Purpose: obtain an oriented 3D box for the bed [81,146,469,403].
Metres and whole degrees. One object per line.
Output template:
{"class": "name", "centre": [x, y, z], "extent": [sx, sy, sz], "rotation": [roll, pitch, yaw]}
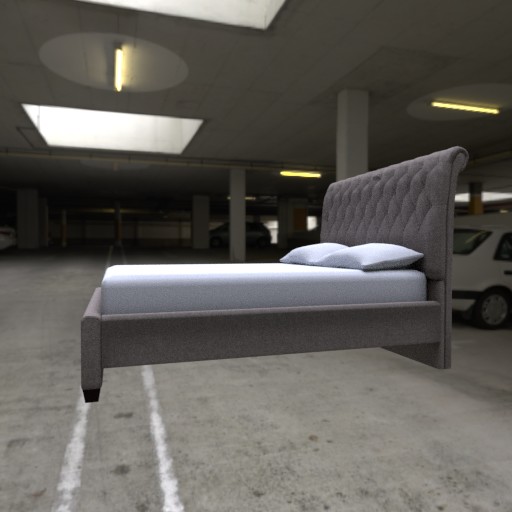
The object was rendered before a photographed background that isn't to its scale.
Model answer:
{"class": "bed", "centre": [0.000, 0.000, 3.194], "extent": [2.252, 1.371, 1.645], "rotation": [0, 1, -18]}
